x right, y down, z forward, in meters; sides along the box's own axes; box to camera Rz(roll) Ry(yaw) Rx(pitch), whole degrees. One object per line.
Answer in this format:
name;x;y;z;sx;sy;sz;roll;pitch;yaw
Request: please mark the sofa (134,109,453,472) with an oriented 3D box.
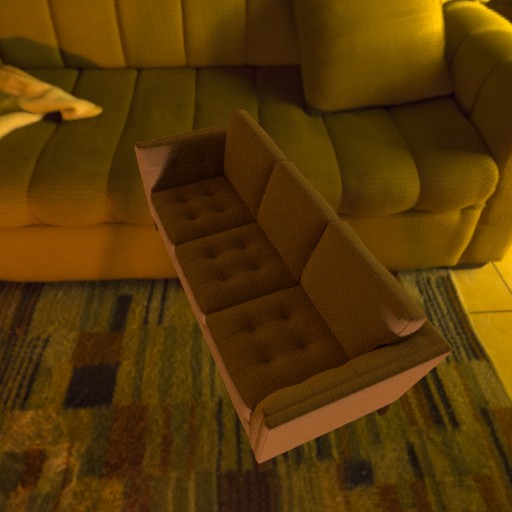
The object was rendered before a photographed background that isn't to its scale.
sofa;0.000;0.000;2.897;0.965;0.940;2.388;-17;48;-16
